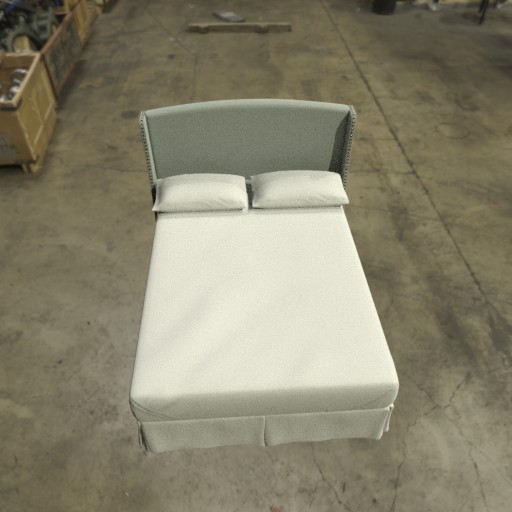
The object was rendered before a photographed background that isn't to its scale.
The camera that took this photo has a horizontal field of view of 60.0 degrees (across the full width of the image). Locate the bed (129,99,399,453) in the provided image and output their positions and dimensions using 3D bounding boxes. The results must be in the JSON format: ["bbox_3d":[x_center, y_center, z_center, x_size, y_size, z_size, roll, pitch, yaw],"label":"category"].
[{"bbox_3d":[0.000,0.000,3.243,1.710,1.407,2.237,-2,44,-3],"label":"bed"}]
